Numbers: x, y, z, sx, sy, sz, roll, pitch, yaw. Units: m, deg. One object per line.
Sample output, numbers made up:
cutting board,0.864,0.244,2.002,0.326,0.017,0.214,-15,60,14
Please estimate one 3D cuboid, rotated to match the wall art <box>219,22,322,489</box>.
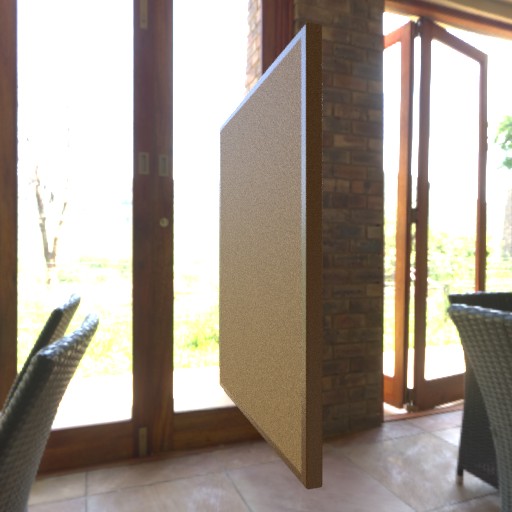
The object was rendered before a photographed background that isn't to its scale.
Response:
wall art,0.000,0.000,0.736,0.021,0.550,0.449,0,0,-18
